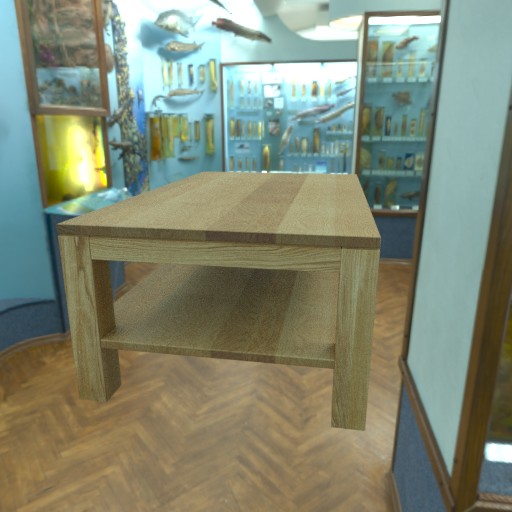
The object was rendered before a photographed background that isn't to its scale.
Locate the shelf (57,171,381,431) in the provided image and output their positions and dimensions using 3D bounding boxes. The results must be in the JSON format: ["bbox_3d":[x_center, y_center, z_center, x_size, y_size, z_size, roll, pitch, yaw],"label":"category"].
[{"bbox_3d":[0.000,0.000,1.534,0.700,0.450,1.150,3,17,10],"label":"shelf"}]
